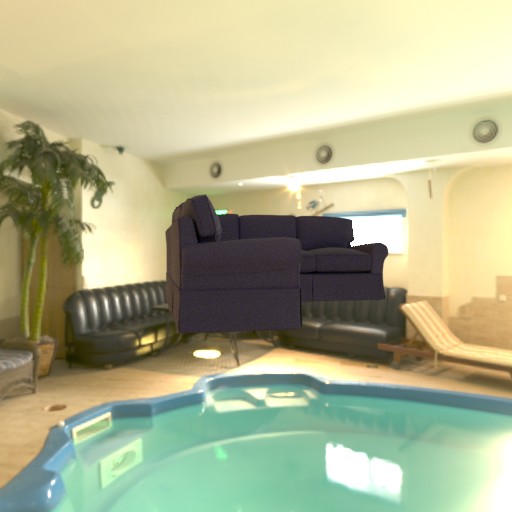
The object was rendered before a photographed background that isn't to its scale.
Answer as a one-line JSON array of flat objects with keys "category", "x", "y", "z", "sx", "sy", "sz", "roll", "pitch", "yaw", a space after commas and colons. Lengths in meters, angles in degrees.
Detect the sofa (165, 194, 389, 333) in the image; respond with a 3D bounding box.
[{"category": "sofa", "x": 0.000, "y": 0.000, "z": 5.091, "sx": 2.874, "sy": 1.169, "sz": 3.773, "roll": 0, "pitch": 1, "yaw": 18}]
